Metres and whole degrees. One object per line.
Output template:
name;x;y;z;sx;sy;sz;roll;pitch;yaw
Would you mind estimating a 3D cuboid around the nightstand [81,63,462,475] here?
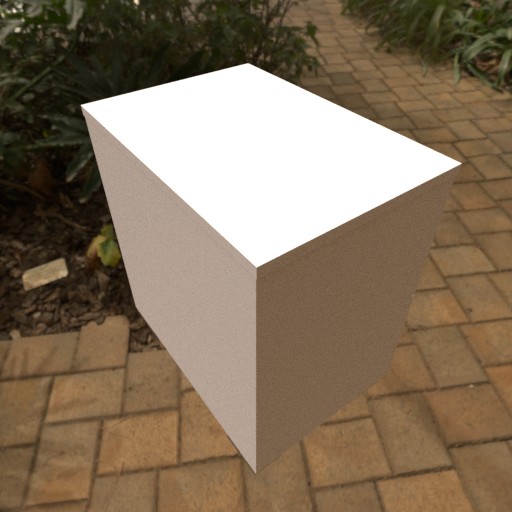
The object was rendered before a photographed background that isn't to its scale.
nightstand;0.000;0.000;0.755;0.325;0.460;0.441;-26;48;-26
